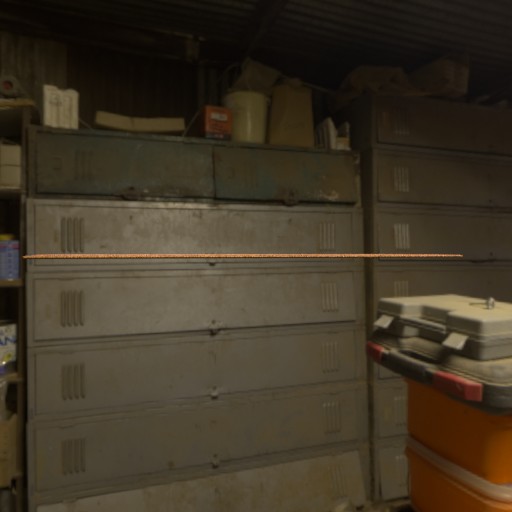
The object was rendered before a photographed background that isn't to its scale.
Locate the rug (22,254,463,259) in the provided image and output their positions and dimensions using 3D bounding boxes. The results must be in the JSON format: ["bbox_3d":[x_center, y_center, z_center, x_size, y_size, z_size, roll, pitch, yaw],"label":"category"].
[{"bbox_3d":[0.000,0.000,2.017,1.820,0.013,0.556,0,0,-18],"label":"rug"}]
